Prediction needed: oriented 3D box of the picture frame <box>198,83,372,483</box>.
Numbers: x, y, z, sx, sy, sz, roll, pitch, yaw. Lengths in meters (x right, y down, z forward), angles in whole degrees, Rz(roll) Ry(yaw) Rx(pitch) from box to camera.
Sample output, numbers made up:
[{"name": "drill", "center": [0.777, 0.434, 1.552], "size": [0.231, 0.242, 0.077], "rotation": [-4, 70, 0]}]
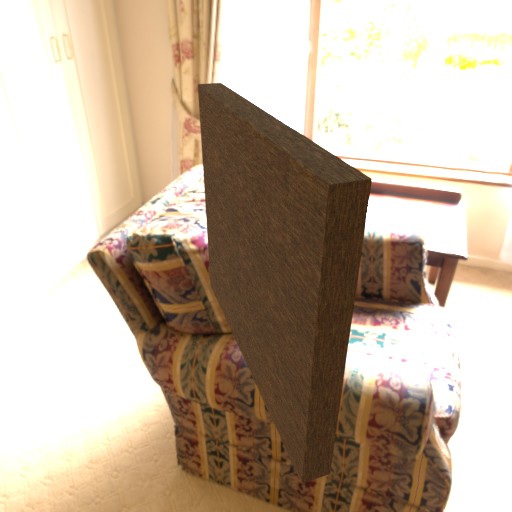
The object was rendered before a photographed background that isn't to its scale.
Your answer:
[{"name": "picture frame", "center": [0.000, 0.000, 0.532], "size": [0.033, 0.330, 0.378], "rotation": [-10, 33, -17]}]
